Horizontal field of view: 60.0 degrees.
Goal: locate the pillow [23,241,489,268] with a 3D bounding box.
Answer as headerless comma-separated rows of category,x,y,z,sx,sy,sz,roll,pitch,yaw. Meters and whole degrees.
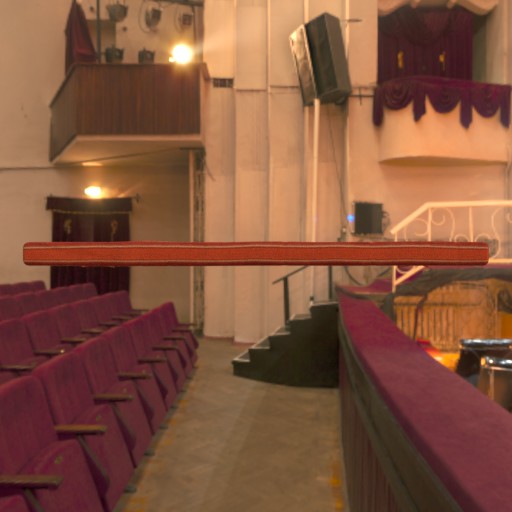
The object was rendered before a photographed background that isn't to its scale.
pillow,0.000,0.000,1.319,1.187,0.081,0.492,0,0,0
